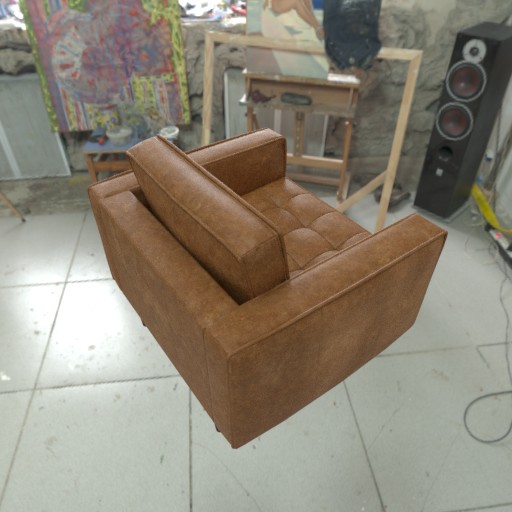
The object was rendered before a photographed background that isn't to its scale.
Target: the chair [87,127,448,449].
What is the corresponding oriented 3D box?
[{"bbox_3d":[0.000,0.000,1.536,0.798,0.767,0.928,-26,47,-27],"label":"chair"}]
